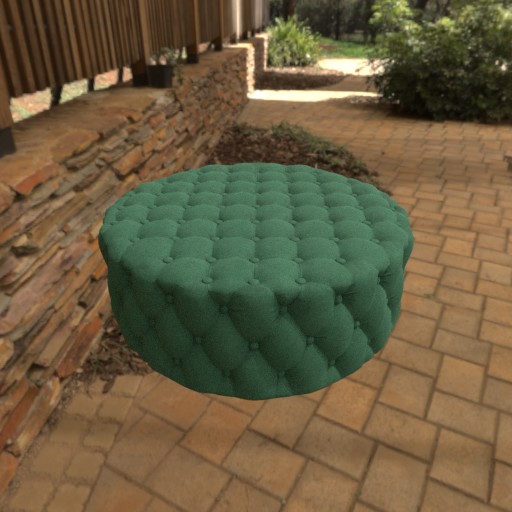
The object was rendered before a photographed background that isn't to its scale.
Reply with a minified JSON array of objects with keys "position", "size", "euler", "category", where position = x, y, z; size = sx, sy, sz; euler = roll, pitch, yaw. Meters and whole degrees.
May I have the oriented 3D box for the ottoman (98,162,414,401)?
[{"position":[0.000,0.000,1.527],"size":[0.998,0.399,0.998],"euler":[0,29,0],"category":"ottoman"}]
